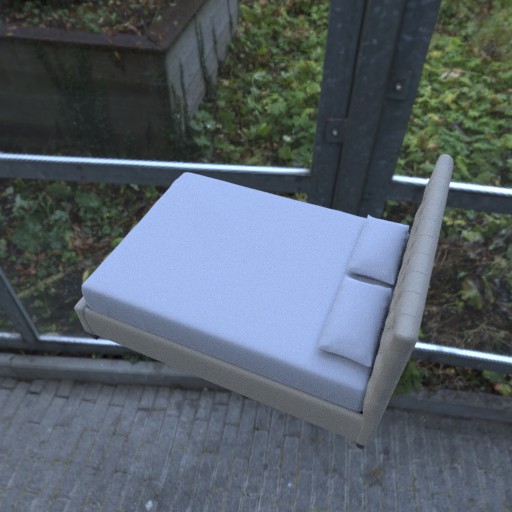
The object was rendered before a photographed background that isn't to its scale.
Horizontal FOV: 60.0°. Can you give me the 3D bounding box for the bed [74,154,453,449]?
[{"bbox_3d":[0.000,0.000,3.449,2.387,1.427,1.698,17,49,16],"label":"bed"}]
